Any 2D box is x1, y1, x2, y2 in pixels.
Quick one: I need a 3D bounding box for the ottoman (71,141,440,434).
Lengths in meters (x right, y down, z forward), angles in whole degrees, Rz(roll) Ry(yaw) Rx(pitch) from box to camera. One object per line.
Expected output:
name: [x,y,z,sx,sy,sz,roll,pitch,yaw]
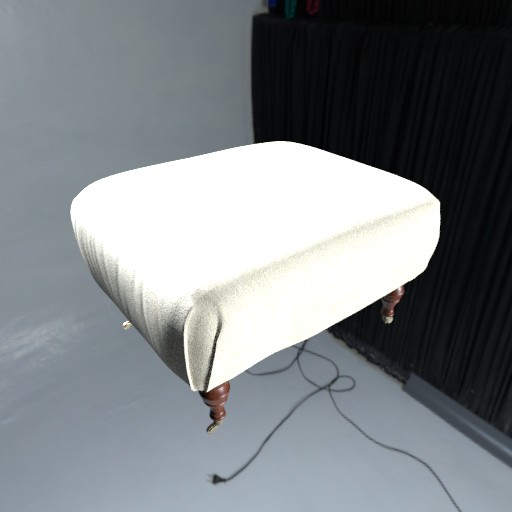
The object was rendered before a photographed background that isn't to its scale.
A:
ottoman: [0.000,0.000,1.143,0.747,0.450,0.622,-21,37,-32]
